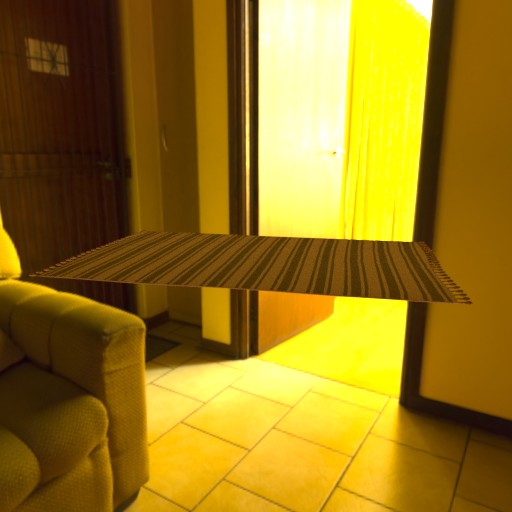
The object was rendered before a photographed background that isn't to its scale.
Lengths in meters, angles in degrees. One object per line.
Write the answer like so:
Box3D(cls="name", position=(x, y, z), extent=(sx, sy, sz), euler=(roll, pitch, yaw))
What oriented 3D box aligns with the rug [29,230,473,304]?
Box3D(cls="rug", position=(0.000, 0.000, 2.348), extent=(1.875, 0.013, 1.162), euler=(3, 14, 12))
